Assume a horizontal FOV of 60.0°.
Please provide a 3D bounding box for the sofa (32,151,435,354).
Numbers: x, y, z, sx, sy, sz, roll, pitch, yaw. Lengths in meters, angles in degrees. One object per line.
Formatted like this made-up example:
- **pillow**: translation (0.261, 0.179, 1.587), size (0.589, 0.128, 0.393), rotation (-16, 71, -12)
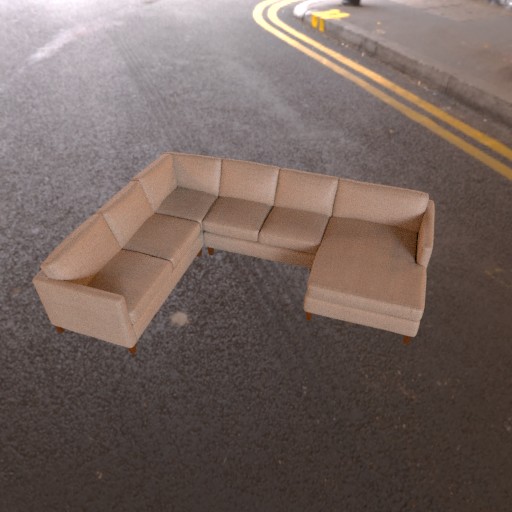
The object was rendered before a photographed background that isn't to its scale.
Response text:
- **sofa**: translation (0.000, 0.000, 4.665), size (3.460, 0.961, 2.594), rotation (12, 41, 14)
